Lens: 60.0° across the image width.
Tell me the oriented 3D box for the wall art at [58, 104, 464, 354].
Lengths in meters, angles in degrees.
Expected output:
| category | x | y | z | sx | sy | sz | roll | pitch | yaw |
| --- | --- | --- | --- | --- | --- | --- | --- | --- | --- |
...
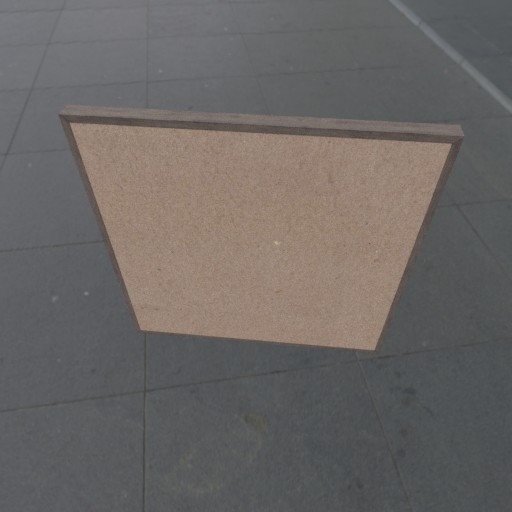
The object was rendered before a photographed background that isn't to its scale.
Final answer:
| category | x | y | z | sx | sy | sz | roll | pitch | yaw |
| --- | --- | --- | --- | --- | --- | --- | --- | --- | --- |
| wall art | 0.000 | 0.000 | 1.120 | 0.762 | 0.762 | 0.038 | 4 | 47 | 4 |
